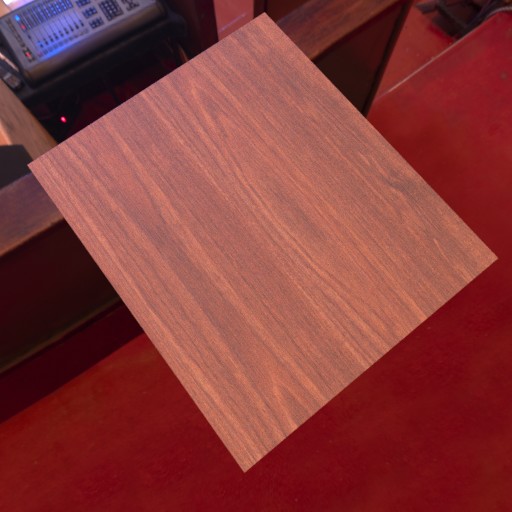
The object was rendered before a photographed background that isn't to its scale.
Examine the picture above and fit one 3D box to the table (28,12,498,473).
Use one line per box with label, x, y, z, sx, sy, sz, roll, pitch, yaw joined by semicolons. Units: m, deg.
table;0.000;0.000;1.103;0.559;0.635;0.660;-37;78;-9
